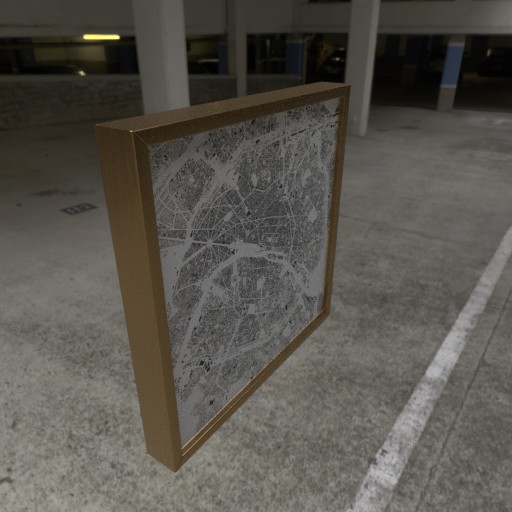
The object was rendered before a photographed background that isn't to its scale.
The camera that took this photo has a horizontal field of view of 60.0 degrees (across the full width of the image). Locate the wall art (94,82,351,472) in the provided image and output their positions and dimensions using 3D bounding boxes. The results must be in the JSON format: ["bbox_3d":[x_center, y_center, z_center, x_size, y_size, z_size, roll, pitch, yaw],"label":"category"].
[{"bbox_3d":[0.000,0.000,0.451,0.037,0.305,0.305,18,32,31],"label":"wall art"}]
